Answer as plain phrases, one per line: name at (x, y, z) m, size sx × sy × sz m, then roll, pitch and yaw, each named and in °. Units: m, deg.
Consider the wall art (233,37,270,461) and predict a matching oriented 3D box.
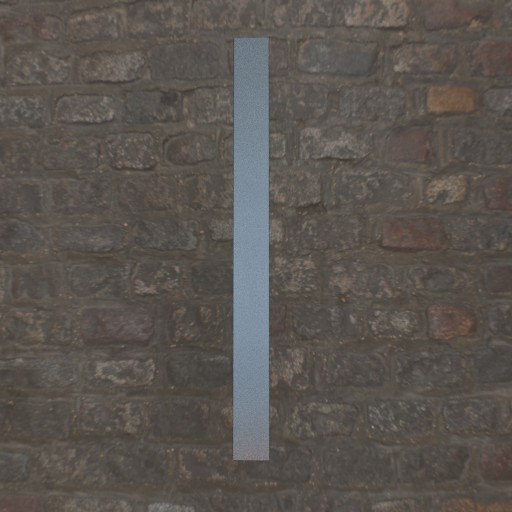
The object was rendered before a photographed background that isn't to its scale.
wall art at (0.000, 0.000, 0.743) m, size 0.038 × 0.551 × 0.448 m, roll 0°, pitch 88°, yaw 1°
